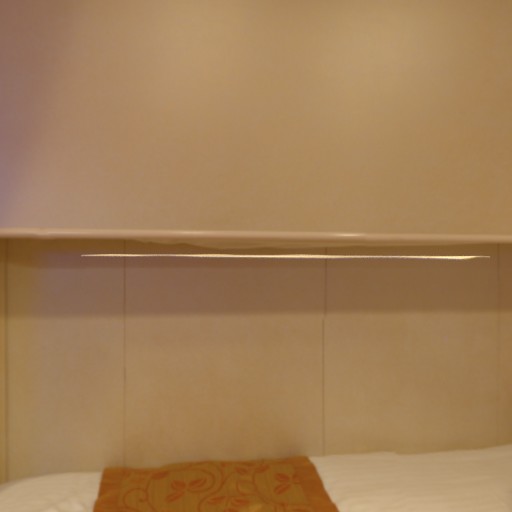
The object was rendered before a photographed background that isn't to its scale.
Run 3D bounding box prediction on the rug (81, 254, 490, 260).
[{"bbox_3d":[0.000,0.000,2.693,2.439,0.013,0.762,0,1,35],"label":"rug"}]
